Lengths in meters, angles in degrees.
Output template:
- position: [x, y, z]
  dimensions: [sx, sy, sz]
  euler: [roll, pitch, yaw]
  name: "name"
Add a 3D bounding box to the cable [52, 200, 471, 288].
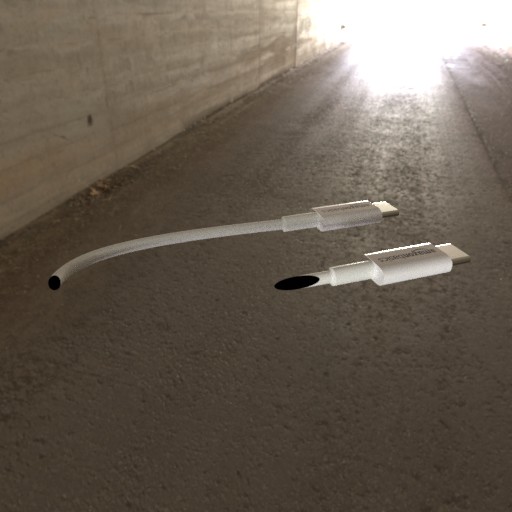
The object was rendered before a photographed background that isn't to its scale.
- position: [0.000, 0.000, 0.111]
  dimensions: [0.098, 0.005, 0.041]
  euler: [-9, 31, -16]
  name: "cable"
